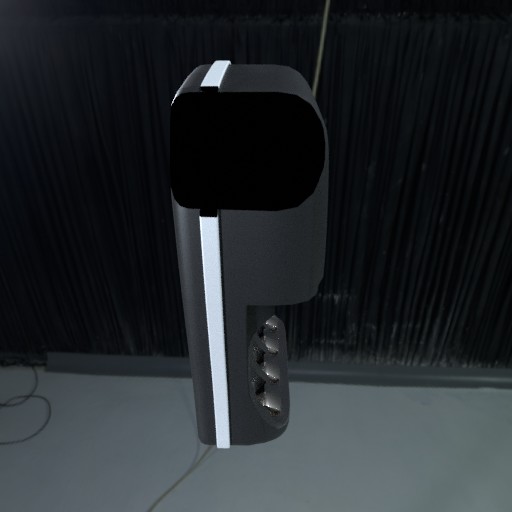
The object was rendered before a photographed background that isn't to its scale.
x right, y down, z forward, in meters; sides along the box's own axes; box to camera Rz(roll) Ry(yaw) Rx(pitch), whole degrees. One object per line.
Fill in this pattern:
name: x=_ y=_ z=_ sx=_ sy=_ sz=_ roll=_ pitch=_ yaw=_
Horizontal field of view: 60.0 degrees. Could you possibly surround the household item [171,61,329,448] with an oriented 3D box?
household item: x=0.000 y=0.000 z=0.146 sx=0.038 sy=0.114 sz=0.070 roll=0 pitch=32 yaw=1
